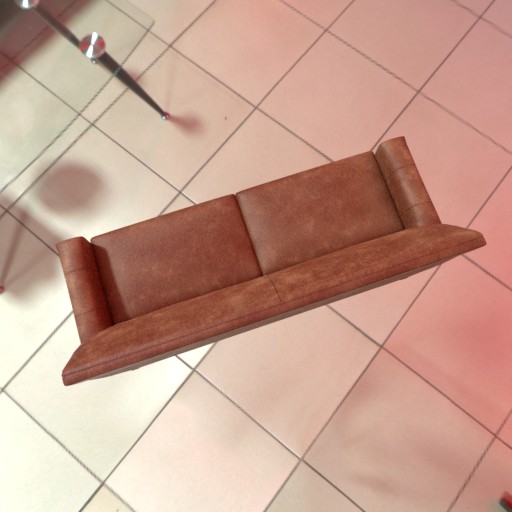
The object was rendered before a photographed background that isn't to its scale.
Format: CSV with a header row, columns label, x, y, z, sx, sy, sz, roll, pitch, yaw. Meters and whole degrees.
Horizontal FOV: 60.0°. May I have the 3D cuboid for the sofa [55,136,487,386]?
label,x,y,z,sx,sy,sz,roll,pitch,yaw
sofa,0.000,0.000,2.538,2.053,0.947,0.805,-18,77,-4
